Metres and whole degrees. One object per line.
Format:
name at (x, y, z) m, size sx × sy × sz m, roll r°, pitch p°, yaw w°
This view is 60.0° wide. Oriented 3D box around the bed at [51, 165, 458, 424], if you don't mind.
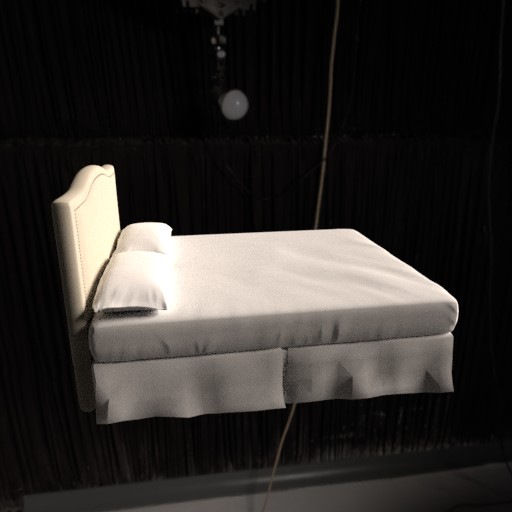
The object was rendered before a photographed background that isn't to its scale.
bed at (0.000, 0.000, 3.504) m, size 2.477 × 1.437 × 1.977 m, roll -3°, pitch 18°, yaw -9°
